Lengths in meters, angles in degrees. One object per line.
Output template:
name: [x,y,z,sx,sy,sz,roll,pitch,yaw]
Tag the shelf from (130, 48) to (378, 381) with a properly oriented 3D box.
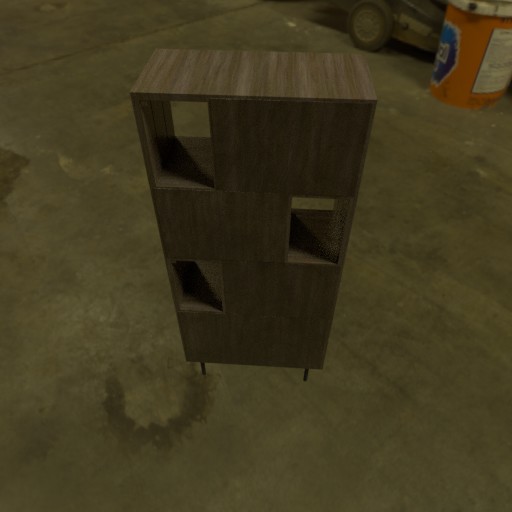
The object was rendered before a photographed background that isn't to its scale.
shelf: [0.000,0.000,1.855,0.670,1.545,0.323,3,45,3]
